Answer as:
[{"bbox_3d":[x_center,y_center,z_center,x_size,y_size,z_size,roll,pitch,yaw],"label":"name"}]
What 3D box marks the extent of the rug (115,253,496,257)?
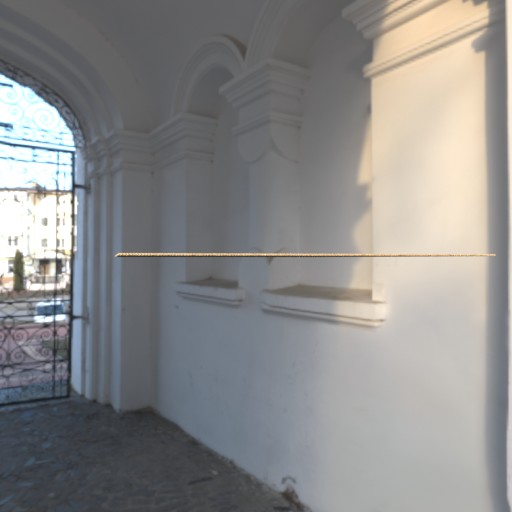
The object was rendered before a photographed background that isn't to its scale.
[{"bbox_3d":[0.000,0.000,4.083,2.471,0.012,3.034,0,0,-18],"label":"rug"}]
